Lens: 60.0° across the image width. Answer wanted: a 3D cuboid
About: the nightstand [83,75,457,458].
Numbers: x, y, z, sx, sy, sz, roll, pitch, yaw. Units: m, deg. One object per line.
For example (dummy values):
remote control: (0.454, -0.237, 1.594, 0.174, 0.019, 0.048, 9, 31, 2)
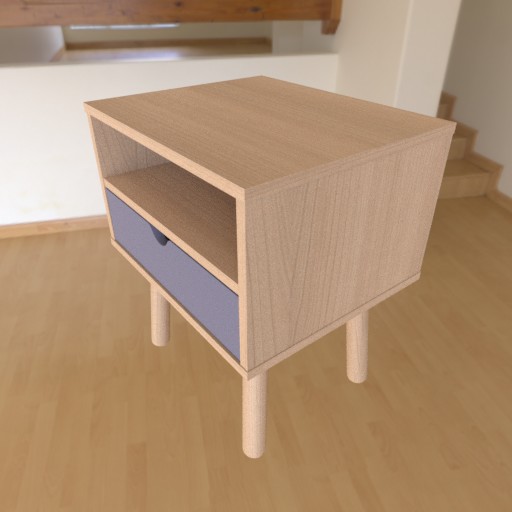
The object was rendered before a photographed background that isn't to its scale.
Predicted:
nightstand: (0.000, 0.000, 0.829, 0.380, 0.530, 0.450, -23, 39, -31)
